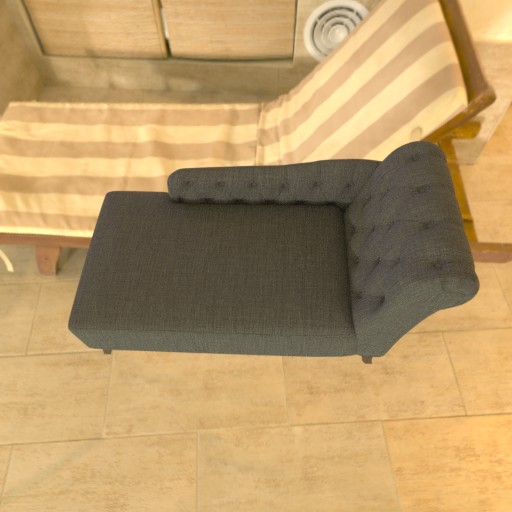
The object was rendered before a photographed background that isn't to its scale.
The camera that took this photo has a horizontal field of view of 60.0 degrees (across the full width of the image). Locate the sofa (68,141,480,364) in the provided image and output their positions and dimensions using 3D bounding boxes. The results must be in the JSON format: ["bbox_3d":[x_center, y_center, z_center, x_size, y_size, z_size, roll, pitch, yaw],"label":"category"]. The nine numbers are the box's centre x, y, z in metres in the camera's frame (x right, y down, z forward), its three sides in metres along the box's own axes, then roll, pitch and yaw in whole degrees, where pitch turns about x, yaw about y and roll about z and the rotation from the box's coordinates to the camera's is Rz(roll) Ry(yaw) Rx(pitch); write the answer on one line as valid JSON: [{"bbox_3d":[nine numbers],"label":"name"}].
[{"bbox_3d":[0.000,0.000,1.779,1.379,0.787,0.675,2,57,1],"label":"sofa"}]
